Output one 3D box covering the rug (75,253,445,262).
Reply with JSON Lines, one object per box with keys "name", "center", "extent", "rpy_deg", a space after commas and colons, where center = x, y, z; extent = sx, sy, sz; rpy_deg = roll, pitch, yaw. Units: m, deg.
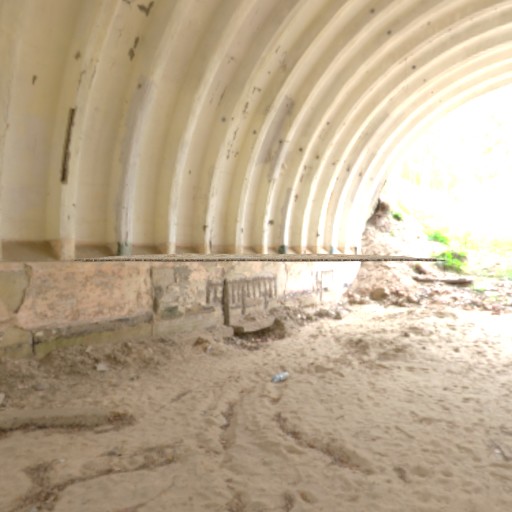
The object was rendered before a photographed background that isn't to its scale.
{"name": "rug", "center": [0.000, 0.000, 3.012], "extent": [1.529, 0.027, 2.434], "rpy_deg": [0, 1, -1]}
